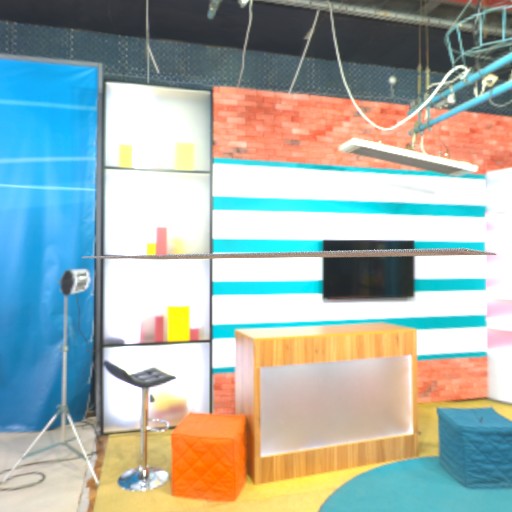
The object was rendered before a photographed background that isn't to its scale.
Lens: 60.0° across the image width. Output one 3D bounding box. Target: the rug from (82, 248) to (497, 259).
[{"bbox_3d":[0.000,0.000,1.969,1.824,0.009,0.562,-1,-2,36],"label":"rug"}]
